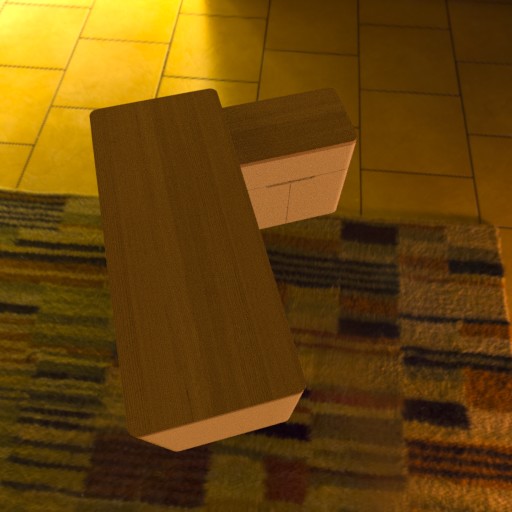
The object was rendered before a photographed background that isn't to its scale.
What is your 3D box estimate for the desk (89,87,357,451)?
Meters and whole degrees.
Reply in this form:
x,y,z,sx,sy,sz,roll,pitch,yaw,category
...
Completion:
x,y,z,sx,sy,sz,roll,pitch,yaw,category
0.000,0.000,2.073,1.175,0.770,1.400,-13,64,-7,desk
